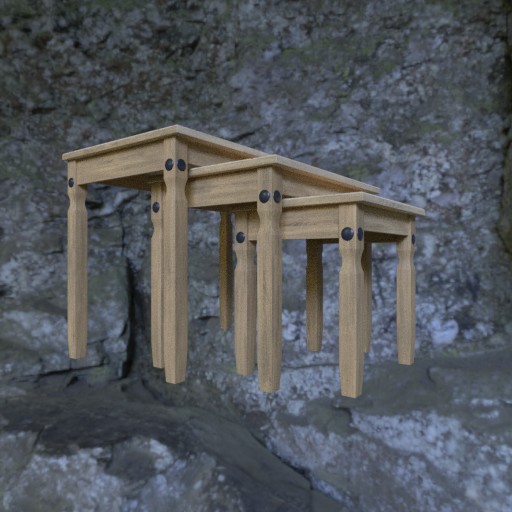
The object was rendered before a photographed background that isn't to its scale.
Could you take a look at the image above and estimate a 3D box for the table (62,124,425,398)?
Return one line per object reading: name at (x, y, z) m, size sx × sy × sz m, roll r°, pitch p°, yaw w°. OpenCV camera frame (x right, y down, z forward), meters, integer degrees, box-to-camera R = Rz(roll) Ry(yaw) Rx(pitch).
table at (0.000, 0.000, 1.191) m, size 0.773 × 0.535 × 0.660 m, roll 0°, pitch 0°, yaw 37°
